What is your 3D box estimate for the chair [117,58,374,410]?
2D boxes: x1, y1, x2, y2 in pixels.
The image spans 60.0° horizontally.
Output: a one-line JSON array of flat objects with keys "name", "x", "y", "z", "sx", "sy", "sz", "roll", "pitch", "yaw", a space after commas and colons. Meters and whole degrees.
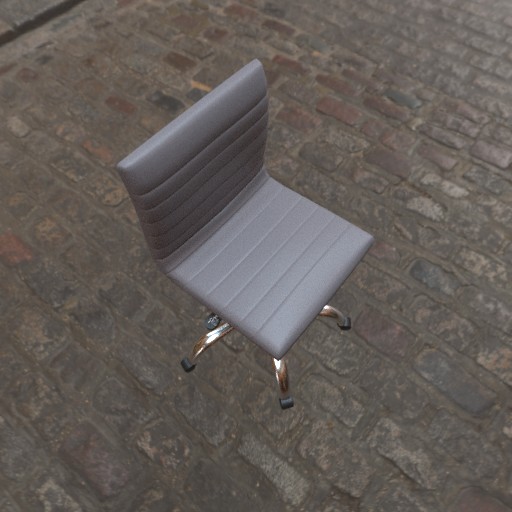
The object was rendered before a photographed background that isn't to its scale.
[{"name": "chair", "x": 0.000, "y": 0.000, "z": 1.120, "sx": 0.530, "sy": 0.780, "sz": 0.556, "roll": 35, "pitch": 65, "yaw": 19}]
